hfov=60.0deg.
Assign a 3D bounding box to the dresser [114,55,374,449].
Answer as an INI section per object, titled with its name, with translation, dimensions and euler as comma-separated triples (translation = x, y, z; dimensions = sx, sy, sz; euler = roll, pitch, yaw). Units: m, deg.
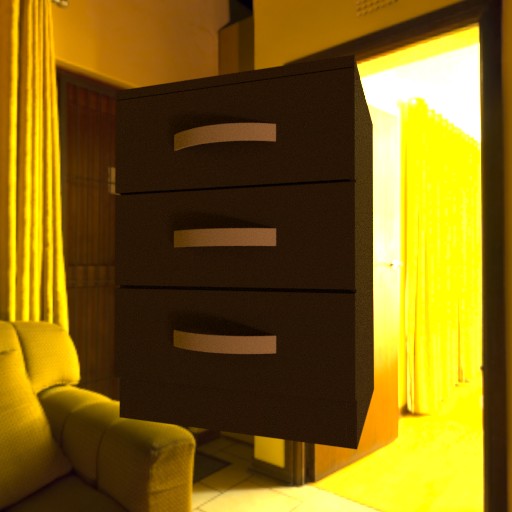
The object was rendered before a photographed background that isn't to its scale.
[dresser]
translation = 0.000, 0.000, 0.830
dimensions = 0.400, 0.560, 0.360
euler = 0, -1, 19
